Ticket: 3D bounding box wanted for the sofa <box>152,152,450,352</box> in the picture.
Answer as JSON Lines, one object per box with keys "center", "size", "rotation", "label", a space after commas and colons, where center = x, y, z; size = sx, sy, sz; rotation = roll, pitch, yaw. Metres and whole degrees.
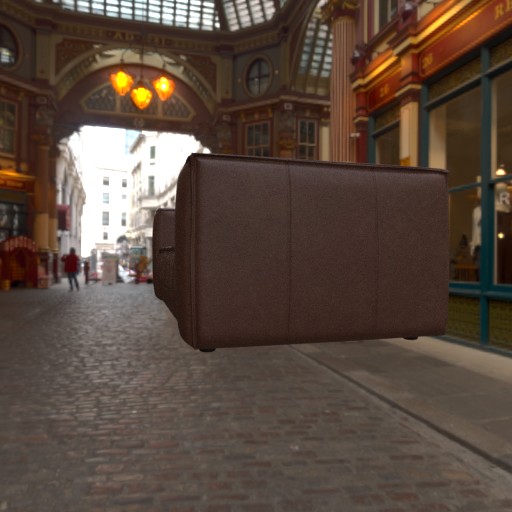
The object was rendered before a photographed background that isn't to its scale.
{"center": [0.000, 0.000, 2.590], "size": [1.102, 0.703, 2.088], "rotation": [0, 0, -16], "label": "sofa"}
